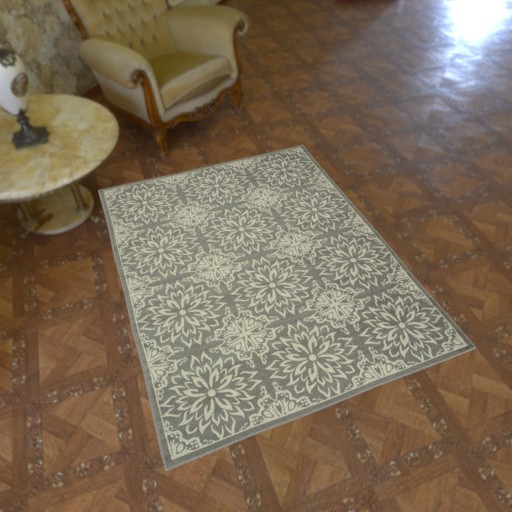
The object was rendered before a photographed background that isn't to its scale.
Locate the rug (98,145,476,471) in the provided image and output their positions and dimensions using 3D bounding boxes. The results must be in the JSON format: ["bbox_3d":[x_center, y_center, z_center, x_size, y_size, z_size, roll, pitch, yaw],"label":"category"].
[{"bbox_3d":[0.000,0.000,3.962,2.363,0.012,2.980,-16,48,-15],"label":"rug"}]
